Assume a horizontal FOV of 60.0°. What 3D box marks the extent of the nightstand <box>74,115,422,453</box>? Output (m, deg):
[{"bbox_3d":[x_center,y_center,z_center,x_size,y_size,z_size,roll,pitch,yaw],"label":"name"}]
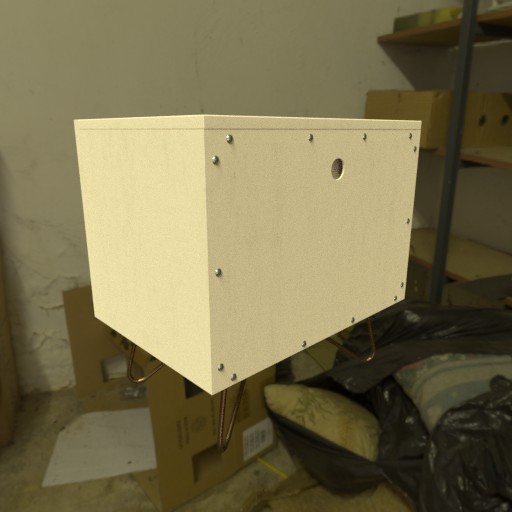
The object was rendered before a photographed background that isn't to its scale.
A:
[{"bbox_3d":[0.000,0.000,1.033,0.614,0.604,0.447,-15,21,-42],"label":"nightstand"}]
